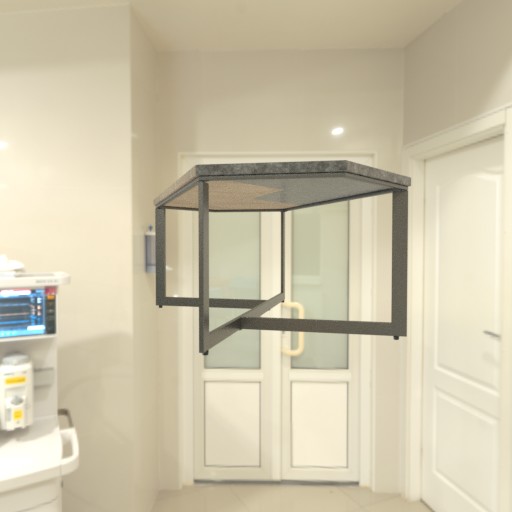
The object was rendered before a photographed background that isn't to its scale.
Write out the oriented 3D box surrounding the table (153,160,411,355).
[{"bbox_3d":[0.000,0.000,1.561,0.609,0.457,1.219,-1,2,-19],"label":"table"}]
